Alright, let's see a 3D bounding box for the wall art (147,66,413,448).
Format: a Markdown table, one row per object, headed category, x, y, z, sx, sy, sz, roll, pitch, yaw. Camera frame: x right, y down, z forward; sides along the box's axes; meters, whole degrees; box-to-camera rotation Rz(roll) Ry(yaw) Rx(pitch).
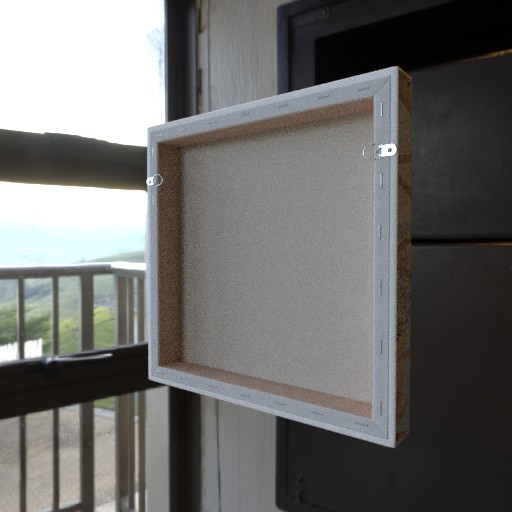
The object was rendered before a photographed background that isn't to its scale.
| category | x | y | z | sx | sy | sz | roll | pitch | yaw |
| --- | --- | --- | --- | --- | --- | --- | --- | --- | --- |
| wall art | 0.000 | 0.000 | 0.453 | 0.303 | 0.304 | 0.036 | 1 | 2 | 37 |
